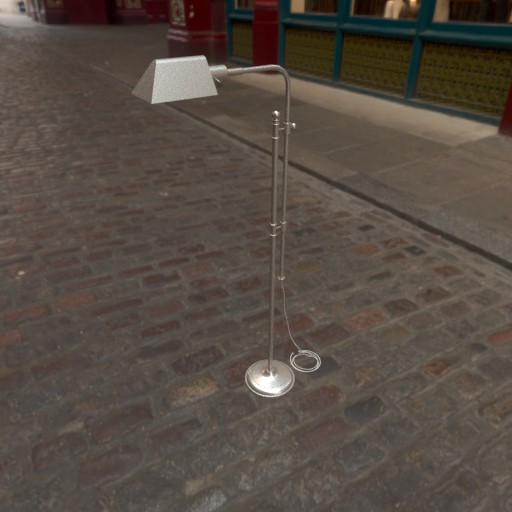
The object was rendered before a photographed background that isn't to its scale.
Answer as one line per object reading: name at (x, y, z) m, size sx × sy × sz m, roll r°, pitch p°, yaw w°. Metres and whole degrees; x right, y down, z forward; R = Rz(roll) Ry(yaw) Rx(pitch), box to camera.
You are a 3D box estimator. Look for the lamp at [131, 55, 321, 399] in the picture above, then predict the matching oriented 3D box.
lamp at (0.000, 0.000, 1.857) m, size 0.813 × 1.571 × 0.256 m, roll -19°, pitch 37°, yaw -28°
